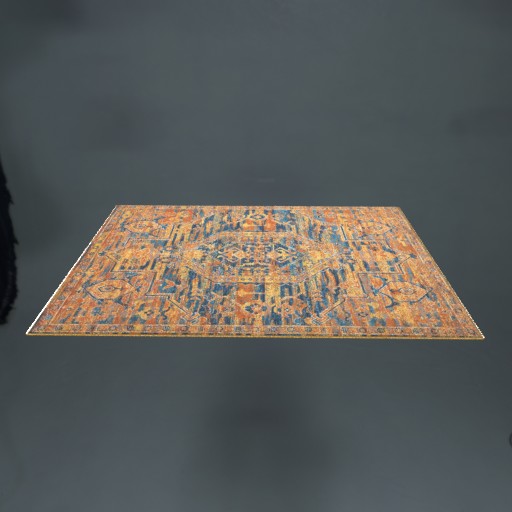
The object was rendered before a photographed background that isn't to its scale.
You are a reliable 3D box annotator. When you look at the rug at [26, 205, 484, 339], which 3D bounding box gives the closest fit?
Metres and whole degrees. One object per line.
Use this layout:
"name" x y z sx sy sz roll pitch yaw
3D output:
"rug" 0.000 0.000 3.693 2.916 0.019 2.043 0 30 1
